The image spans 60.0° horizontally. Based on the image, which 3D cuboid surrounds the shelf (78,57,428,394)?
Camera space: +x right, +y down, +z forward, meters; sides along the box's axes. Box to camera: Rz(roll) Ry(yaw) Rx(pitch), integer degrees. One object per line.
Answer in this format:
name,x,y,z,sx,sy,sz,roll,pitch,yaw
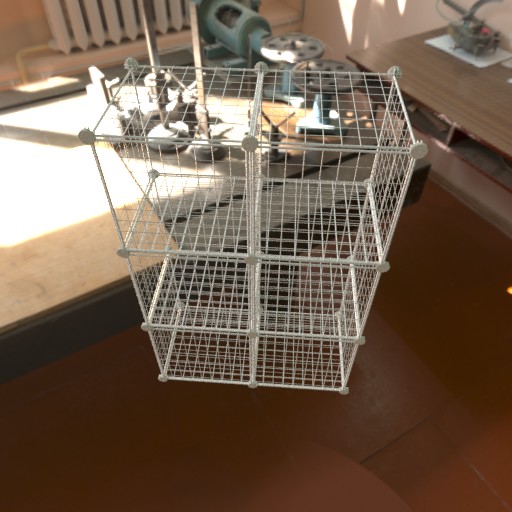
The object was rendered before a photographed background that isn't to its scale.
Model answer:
shelf,0.000,0.000,1.396,0.711,1.067,0.356,3,47,3
